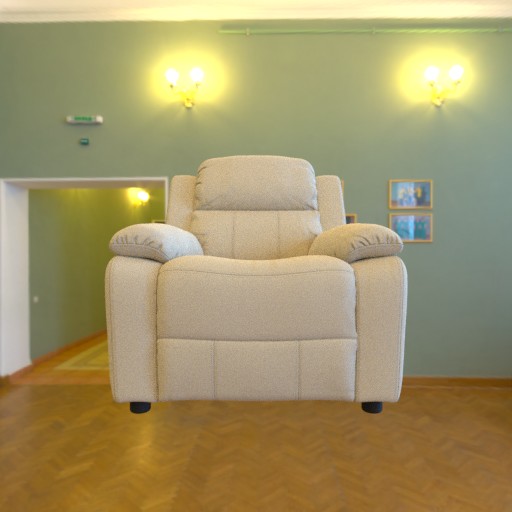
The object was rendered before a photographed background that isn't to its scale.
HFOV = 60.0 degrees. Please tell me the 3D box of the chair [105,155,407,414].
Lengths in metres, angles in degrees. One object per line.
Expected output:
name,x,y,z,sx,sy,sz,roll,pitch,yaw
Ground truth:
chair,0.000,0.000,1.280,0.680,0.702,0.709,0,0,0
